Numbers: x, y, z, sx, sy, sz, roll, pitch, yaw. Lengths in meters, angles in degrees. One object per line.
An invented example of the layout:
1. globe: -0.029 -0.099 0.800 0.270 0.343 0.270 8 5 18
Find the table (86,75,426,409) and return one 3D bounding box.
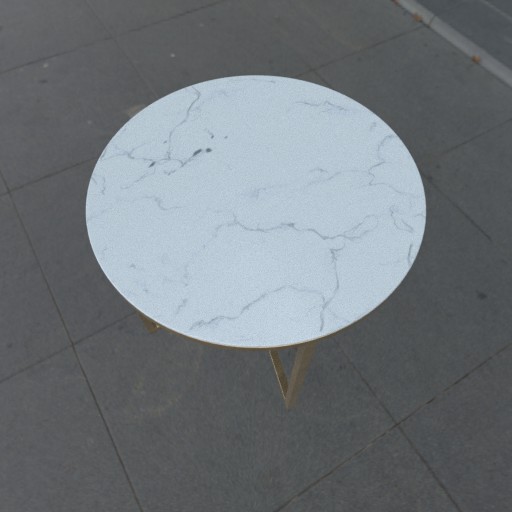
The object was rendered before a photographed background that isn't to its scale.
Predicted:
1. table: 0.000 0.000 0.843 0.500 0.420 0.500 0 60 0
